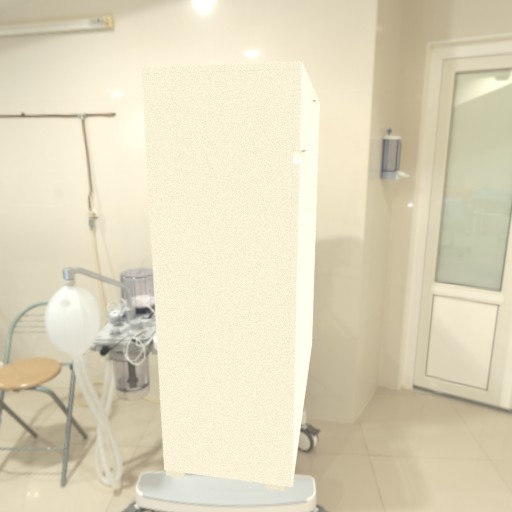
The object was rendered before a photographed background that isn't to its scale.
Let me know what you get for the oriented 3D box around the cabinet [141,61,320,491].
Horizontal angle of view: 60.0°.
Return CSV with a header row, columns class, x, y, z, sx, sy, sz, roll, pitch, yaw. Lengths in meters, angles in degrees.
class,x,y,z,sx,sy,sz,roll,pitch,yaw
cabinet,0.000,0.000,1.687,0.400,1.190,1.000,2,14,10
